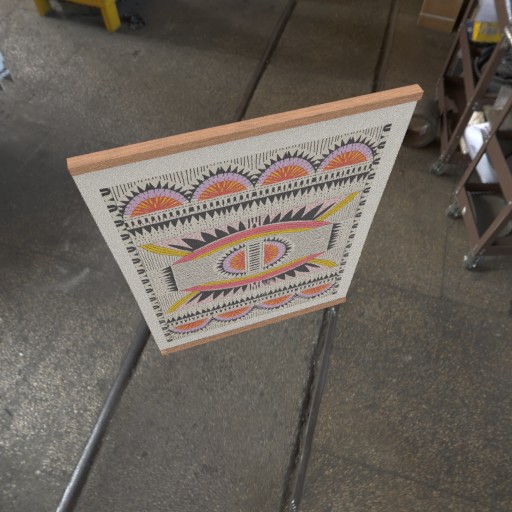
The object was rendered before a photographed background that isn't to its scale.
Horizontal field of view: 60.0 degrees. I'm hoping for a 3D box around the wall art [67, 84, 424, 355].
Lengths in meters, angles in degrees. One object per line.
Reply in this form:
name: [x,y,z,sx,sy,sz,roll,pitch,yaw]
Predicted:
wall art: [0.000,0.000,1.341,0.765,1.016,0.028,-15,59,-9]
